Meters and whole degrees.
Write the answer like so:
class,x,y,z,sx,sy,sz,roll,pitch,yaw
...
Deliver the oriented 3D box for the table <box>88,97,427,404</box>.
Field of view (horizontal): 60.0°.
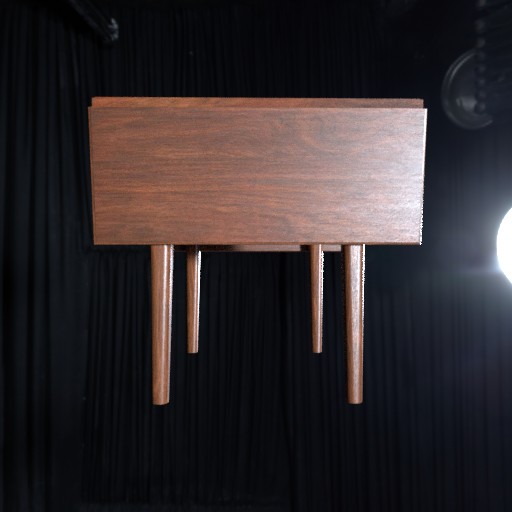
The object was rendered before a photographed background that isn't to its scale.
class,x,y,z,sx,sy,sz,roll,pitch,yaw
table,0.000,0.000,1.472,0.812,0.763,0.843,0,-1,-1
